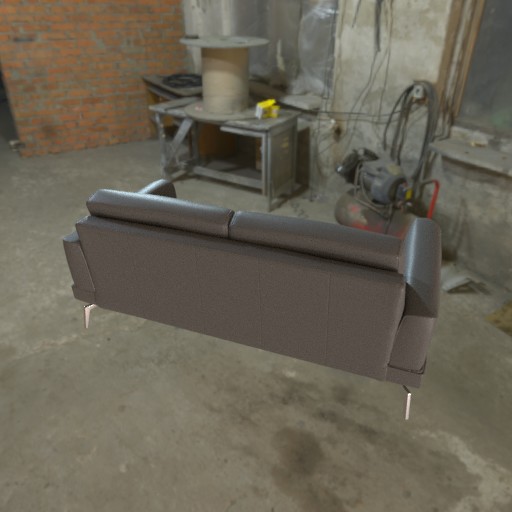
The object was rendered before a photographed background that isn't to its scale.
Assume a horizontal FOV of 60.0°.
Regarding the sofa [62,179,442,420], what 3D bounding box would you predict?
[{"bbox_3d":[0.000,0.000,2.812,2.177,0.930,1.121,11,32,18],"label":"sofa"}]
